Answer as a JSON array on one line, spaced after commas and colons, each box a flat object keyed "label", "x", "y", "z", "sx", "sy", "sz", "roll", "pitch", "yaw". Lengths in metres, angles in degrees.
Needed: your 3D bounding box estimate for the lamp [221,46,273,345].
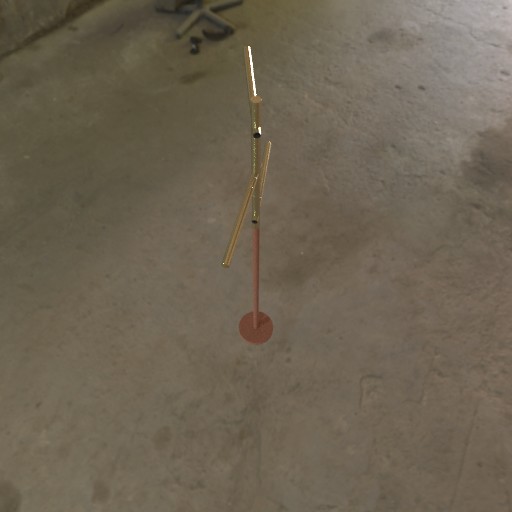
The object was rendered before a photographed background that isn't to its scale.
[{"label": "lamp", "x": 0.000, "y": 0.000, "z": 1.960, "sx": 0.209, "sy": 1.704, "sz": 0.737, "roll": 0, "pitch": 59, "yaw": 0}]
